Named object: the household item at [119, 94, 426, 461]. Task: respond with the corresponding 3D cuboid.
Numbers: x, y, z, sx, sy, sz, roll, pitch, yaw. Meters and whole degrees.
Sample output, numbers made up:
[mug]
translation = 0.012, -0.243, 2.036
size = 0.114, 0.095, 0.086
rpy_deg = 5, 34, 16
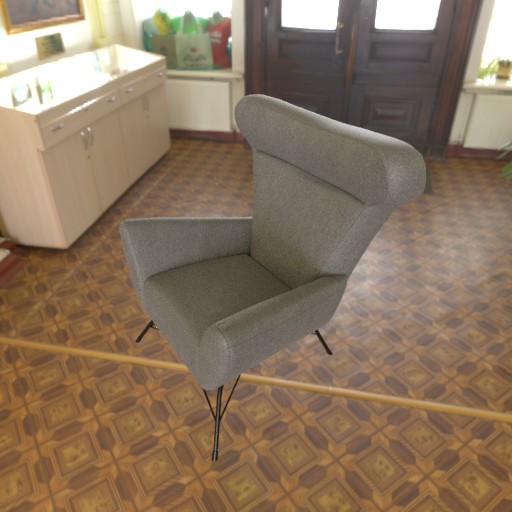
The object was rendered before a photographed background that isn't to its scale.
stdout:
[household item]
translation = 0.000, 0.000, 1.806
size = 0.900, 1.050, 0.980
rpy_deg = -20, 38, -28
